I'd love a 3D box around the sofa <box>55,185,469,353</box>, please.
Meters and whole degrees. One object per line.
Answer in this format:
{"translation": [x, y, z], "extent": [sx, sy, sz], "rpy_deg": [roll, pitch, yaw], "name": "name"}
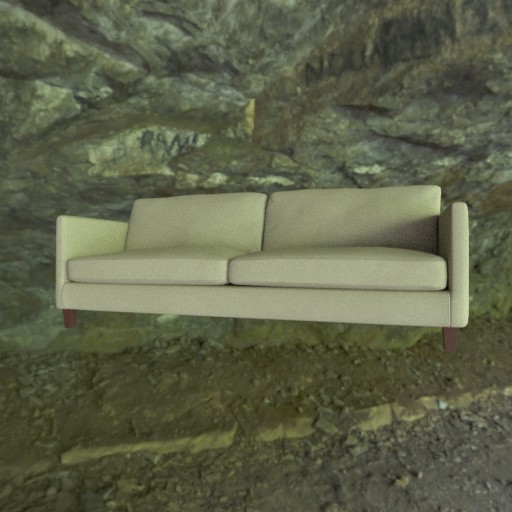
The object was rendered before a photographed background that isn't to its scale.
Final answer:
{"translation": [0.000, 0.000, 2.869], "extent": [2.404, 0.912, 0.988], "rpy_deg": [0, 0, 18], "name": "sofa"}
